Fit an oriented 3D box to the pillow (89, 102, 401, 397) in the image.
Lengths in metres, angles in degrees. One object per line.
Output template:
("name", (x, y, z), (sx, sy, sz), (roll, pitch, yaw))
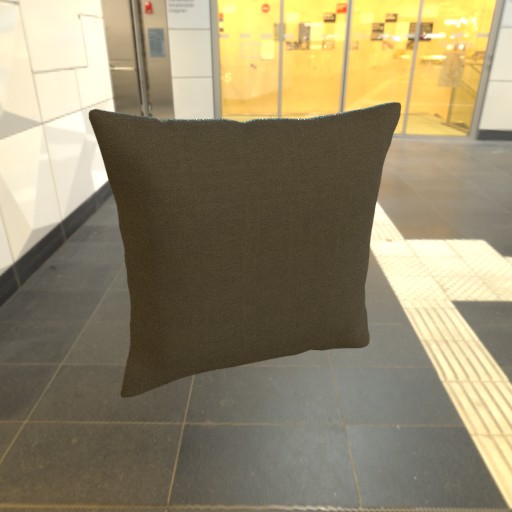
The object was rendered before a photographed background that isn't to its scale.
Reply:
("pillow", (0.000, 0.000, 0.653), (0.436, 0.430, 0.138), (-8, 27, -17))
